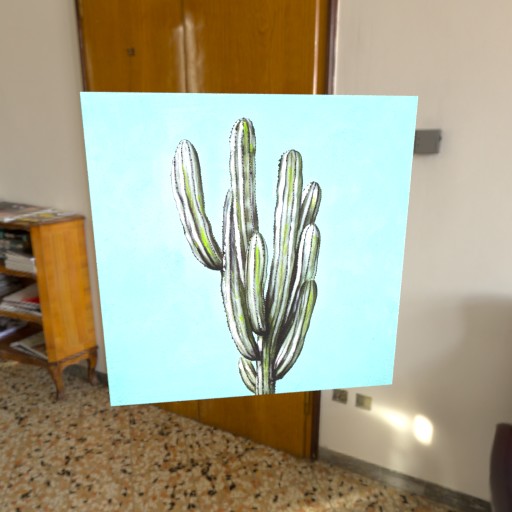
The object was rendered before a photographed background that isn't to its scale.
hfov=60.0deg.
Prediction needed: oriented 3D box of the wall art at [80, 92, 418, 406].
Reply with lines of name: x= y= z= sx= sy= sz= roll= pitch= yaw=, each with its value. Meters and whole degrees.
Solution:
wall art: x=0.000 y=0.000 z=0.879 sx=0.603 sy=0.603 sz=0.036 roll=-2 pitch=15 yaw=-8
